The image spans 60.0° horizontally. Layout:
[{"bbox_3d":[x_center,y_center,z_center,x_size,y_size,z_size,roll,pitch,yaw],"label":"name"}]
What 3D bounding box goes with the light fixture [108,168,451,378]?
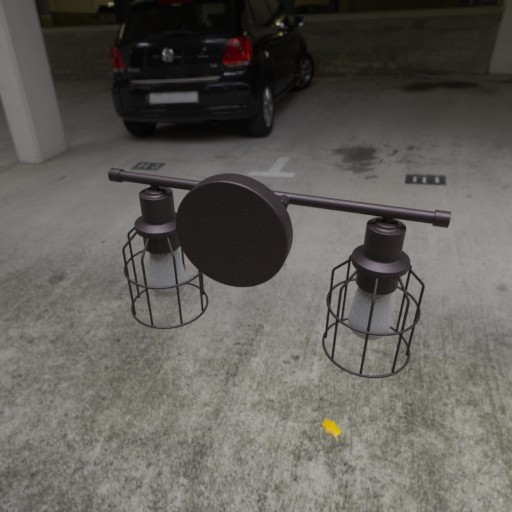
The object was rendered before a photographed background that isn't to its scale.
[{"bbox_3d":[0.000,0.000,0.530,0.406,0.254,0.165,10,33,15],"label":"light fixture"}]
